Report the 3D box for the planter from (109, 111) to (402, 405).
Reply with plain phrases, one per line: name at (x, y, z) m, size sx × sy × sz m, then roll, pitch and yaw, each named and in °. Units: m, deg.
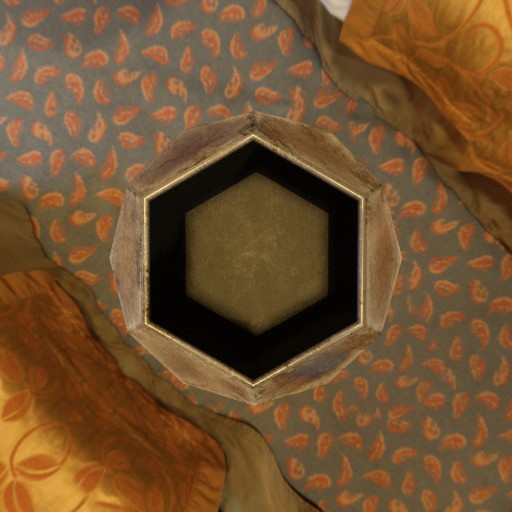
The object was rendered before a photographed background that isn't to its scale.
planter at (0.000, 0.000, 0.418) m, size 0.243 × 0.238 × 0.221 m, roll 0°, pitch 92°, yaw 1°
